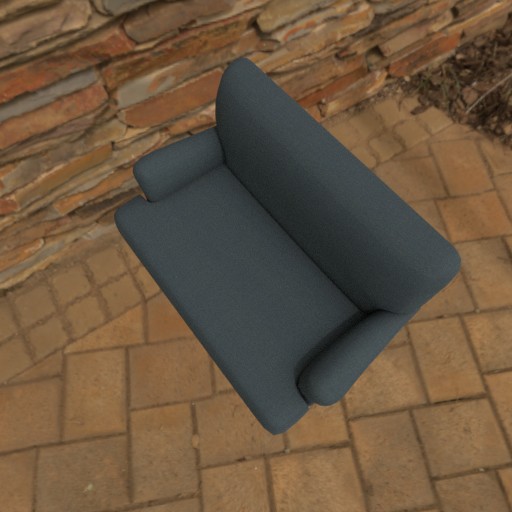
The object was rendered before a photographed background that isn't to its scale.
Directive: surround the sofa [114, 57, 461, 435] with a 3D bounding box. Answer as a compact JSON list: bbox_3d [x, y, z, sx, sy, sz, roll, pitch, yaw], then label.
[{"bbox_3d":[0.000,0.000,1.872,0.779,0.889,1.297,-35,69,-15],"label":"sofa"}]
